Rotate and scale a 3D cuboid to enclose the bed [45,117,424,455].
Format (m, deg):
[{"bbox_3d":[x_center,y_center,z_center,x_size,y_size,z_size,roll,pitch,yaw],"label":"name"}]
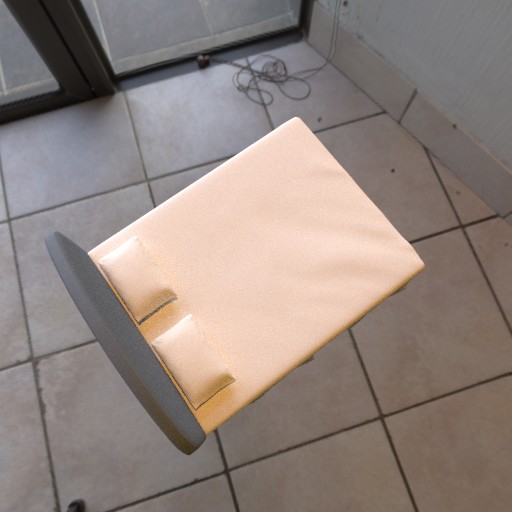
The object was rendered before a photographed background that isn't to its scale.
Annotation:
[{"bbox_3d":[0.000,0.000,3.018,2.005,1.410,1.607,-35,78,-9],"label":"bed"}]
